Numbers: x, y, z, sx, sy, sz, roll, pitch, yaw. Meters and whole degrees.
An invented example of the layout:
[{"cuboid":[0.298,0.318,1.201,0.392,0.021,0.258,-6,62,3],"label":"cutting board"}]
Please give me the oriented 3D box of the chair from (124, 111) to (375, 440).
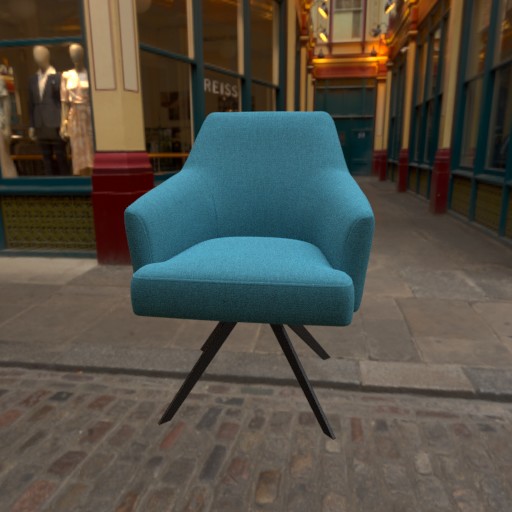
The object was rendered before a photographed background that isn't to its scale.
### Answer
[{"cuboid":[0.000,0.000,1.344,0.642,0.874,0.677,2,14,7],"label":"chair"}]
